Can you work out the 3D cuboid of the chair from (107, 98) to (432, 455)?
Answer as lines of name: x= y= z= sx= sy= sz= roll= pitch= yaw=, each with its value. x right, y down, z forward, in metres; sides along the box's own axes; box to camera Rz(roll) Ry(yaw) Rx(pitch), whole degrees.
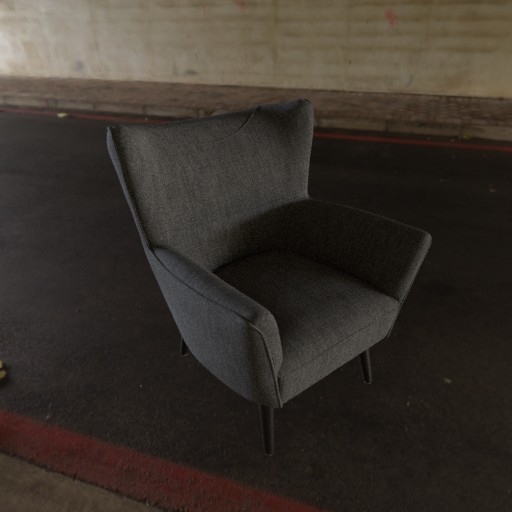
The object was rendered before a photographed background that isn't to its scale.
chair: x=0.000 y=0.000 z=1.553 sx=0.781 sy=0.933 sz=0.888 roll=-21 pitch=35 yaw=-34
